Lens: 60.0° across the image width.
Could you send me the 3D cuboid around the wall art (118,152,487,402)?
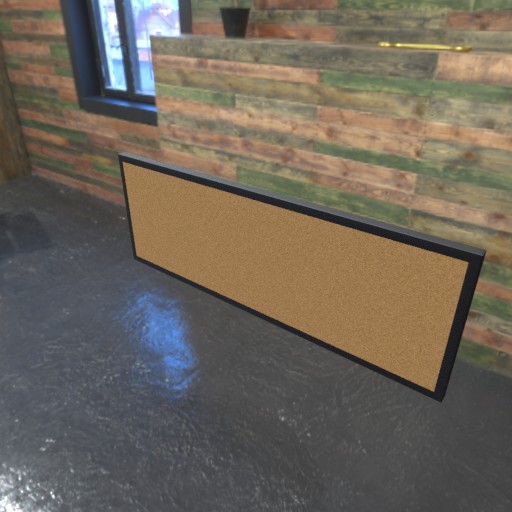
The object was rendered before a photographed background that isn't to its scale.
[{"bbox_3d":[0.000,0.000,1.758,1.572,0.554,0.041,21,35,32],"label":"wall art"}]
